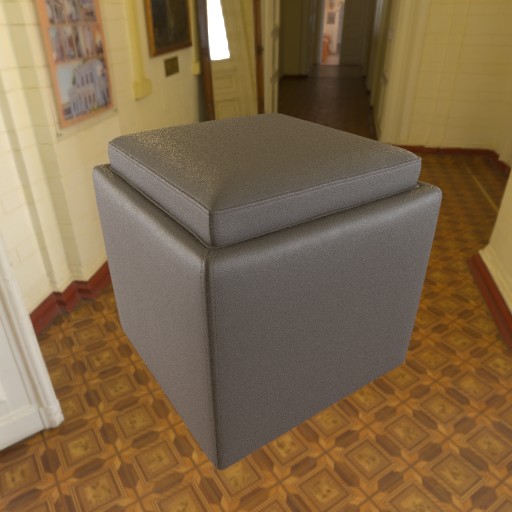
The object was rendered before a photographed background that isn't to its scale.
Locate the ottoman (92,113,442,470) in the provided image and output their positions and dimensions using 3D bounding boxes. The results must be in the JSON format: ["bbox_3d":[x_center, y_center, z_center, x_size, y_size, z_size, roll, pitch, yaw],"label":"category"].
[{"bbox_3d":[0.000,0.000,0.836,0.451,0.460,0.450,-18,34,-29],"label":"ottoman"}]
